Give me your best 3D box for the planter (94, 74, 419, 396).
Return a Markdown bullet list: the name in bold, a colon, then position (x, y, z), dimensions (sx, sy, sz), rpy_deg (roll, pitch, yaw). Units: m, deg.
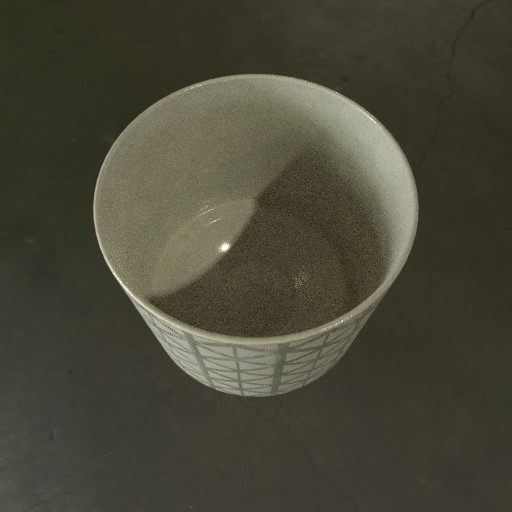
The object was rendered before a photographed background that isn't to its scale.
- **planter**: position (0.000, 0.000, 0.342), dimensions (0.190, 0.181, 0.190), rpy_deg (0, 63, 0)
